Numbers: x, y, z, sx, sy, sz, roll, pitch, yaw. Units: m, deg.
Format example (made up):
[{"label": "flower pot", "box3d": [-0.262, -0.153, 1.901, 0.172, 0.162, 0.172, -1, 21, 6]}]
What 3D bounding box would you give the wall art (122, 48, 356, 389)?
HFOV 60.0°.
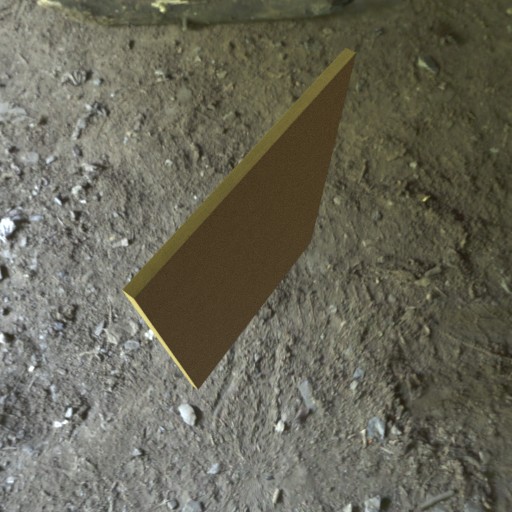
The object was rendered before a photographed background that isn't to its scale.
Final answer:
[{"label": "wall art", "box3d": [0.000, 0.000, 1.405, 0.030, 1.002, 0.798, 33, 69, 15]}]
